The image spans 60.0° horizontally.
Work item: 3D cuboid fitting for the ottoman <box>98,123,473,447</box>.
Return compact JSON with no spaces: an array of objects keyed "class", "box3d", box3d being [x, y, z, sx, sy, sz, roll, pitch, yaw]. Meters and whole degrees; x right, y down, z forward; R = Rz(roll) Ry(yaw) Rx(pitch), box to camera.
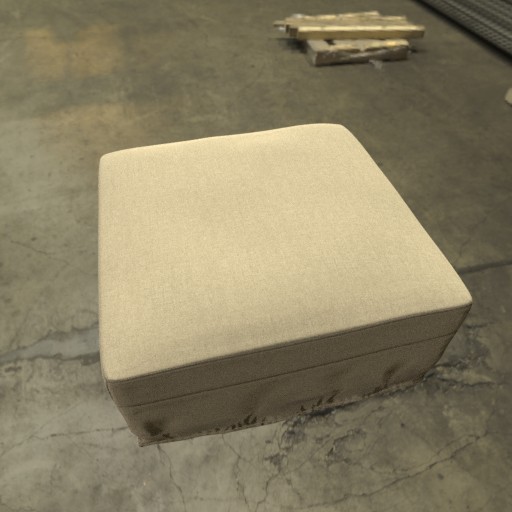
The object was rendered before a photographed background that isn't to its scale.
[{"class":"ottoman","box3d":[0.000,0.000,1.316,0.843,0.436,0.840,-10,47,-10]}]
